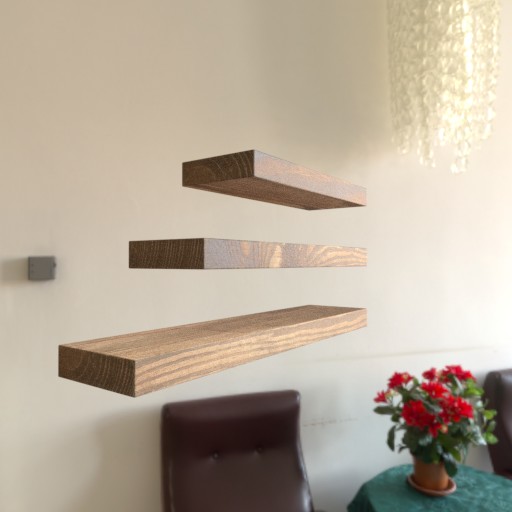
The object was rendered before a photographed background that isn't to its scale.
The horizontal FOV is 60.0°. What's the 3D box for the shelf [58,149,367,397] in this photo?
[{"bbox_3d":[0.000,0.000,0.734,0.140,0.293,0.610,-1,-1,36],"label":"shelf"}]
